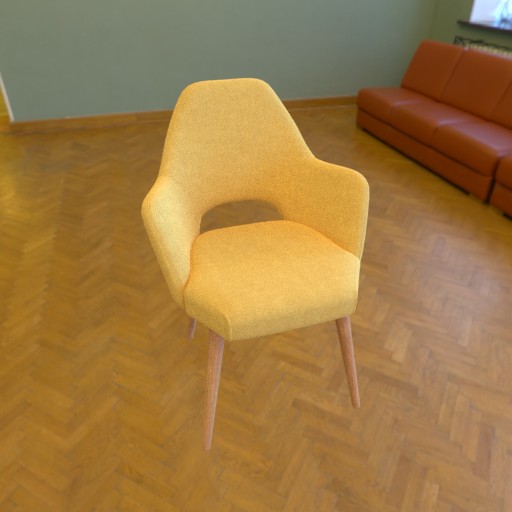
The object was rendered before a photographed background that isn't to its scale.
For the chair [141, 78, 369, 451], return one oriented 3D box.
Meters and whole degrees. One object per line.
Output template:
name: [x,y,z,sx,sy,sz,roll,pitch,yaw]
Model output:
chair: [0.000,0.000,1.260,0.590,0.840,0.610,-10,35,-15]
